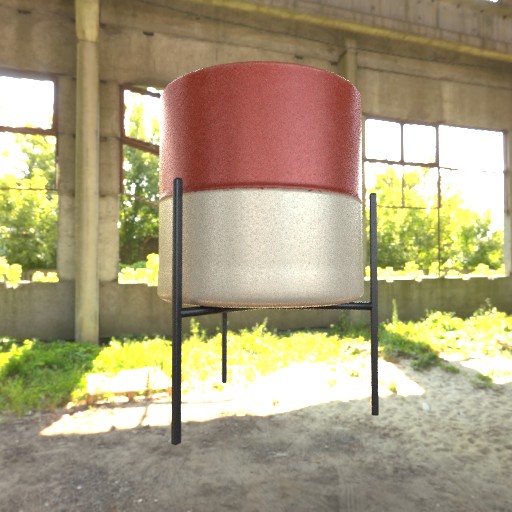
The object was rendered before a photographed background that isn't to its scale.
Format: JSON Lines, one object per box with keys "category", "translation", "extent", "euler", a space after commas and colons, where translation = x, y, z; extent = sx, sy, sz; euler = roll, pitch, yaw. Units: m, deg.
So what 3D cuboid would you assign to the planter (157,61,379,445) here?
{"category": "planter", "translation": [0.000, 0.000, 0.512], "extent": [0.235, 0.354, 0.251], "euler": [-1, -2, 38]}
